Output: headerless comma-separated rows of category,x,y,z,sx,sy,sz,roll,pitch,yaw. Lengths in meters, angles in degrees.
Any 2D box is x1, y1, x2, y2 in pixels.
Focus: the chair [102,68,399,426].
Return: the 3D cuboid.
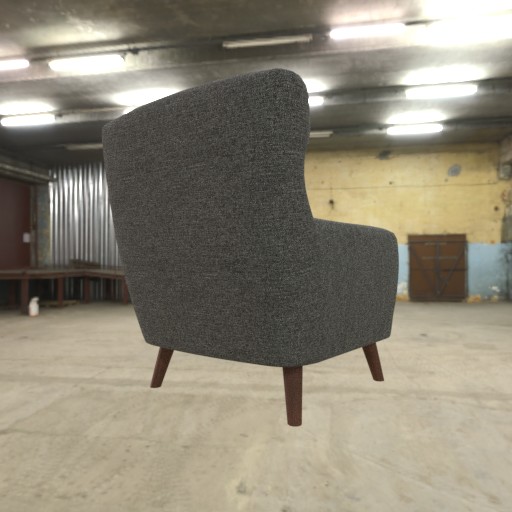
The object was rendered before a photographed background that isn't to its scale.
chair,0.000,0.000,1.769,0.889,1.039,0.940,-1,-1,38
